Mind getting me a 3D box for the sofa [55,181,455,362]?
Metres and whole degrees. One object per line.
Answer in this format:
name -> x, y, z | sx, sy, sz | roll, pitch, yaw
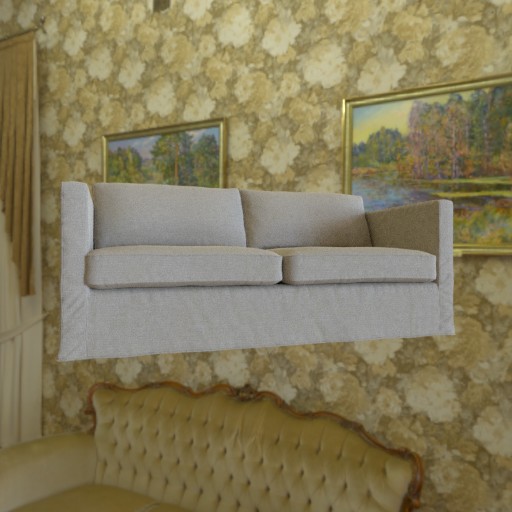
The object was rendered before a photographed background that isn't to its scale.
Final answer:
sofa -> 0.000, 0.000, 2.495 | 1.987, 0.847, 0.956 | 0, 0, -18
